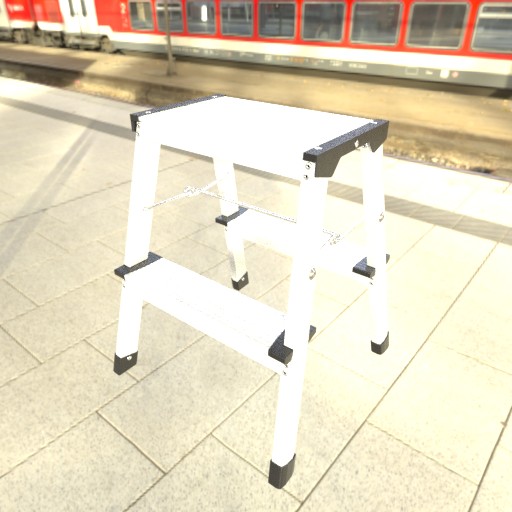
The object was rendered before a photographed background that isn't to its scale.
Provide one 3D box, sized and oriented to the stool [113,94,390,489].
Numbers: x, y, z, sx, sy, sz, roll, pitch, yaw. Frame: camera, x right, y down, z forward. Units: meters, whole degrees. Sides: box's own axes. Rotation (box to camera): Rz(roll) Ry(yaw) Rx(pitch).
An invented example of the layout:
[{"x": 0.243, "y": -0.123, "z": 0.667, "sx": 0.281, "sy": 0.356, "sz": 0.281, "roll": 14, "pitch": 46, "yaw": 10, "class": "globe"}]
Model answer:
[{"x": 0.000, "y": 0.000, "z": 0.780, "sx": 0.404, "sy": 0.480, "sz": 0.405, "roll": 21, "pitch": 37, "yaw": 32, "class": "stool"}]
